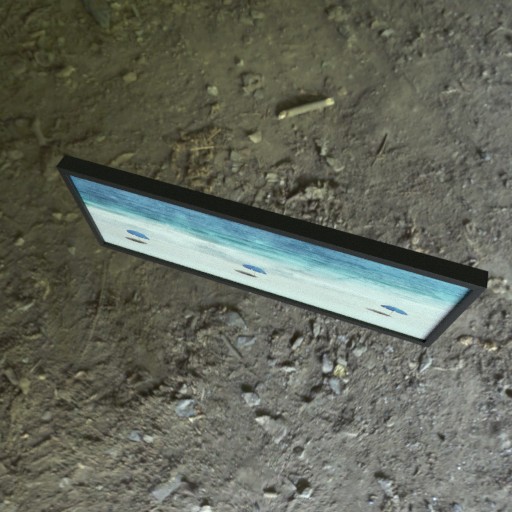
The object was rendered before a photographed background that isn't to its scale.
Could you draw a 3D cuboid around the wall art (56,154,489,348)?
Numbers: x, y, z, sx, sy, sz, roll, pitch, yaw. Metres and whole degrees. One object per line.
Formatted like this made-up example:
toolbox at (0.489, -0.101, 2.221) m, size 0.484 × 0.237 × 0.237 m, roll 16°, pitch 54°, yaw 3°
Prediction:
wall art at (0.000, 0.000, 0.979) m, size 0.860 × 0.303 × 0.037 m, roll 16°, pitch 60°, yaw 10°
